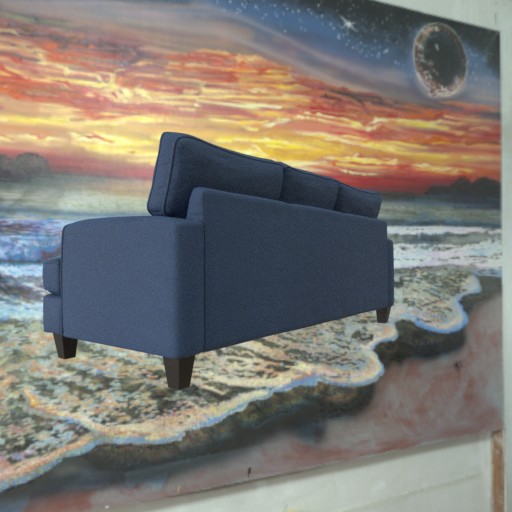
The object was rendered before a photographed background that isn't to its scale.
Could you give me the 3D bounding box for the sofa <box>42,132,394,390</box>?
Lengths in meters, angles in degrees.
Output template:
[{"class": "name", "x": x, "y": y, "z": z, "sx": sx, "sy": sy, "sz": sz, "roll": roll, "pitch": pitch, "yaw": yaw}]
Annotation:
[{"class": "sofa", "x": 0.000, "y": 0.000, "z": 2.659, "sx": 0.951, "sy": 0.965, "sz": 2.158, "roll": 0, "pitch": 0, "yaw": 37}]
